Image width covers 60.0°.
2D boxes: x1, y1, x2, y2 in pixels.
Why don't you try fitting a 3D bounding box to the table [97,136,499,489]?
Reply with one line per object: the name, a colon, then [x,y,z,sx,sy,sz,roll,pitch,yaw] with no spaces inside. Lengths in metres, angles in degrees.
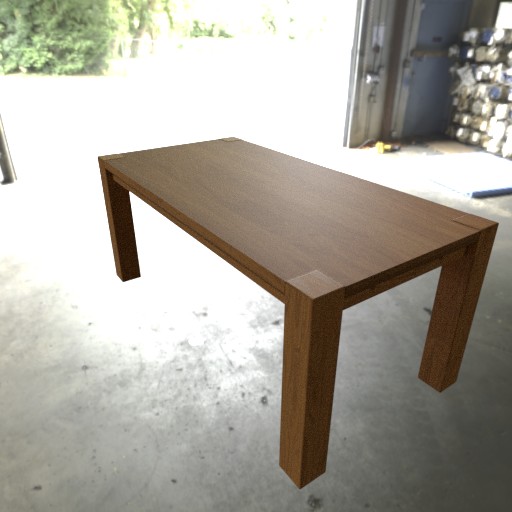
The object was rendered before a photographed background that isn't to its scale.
table: [0.000,0.000,2.210,0.900,0.760,1.800,-18,32,-31]
